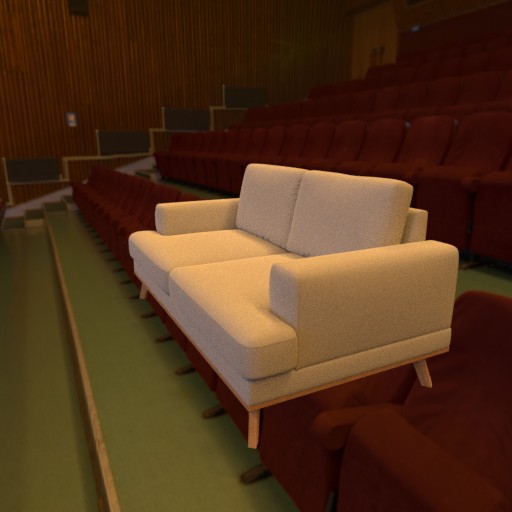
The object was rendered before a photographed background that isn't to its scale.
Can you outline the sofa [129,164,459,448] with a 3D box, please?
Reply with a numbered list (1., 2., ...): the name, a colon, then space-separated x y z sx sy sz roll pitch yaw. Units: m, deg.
1. sofa: 0.000 0.000 2.160 0.915 0.810 1.651 -8 17 -26
